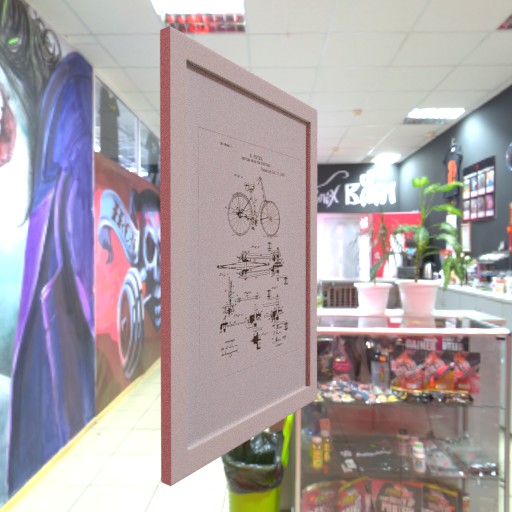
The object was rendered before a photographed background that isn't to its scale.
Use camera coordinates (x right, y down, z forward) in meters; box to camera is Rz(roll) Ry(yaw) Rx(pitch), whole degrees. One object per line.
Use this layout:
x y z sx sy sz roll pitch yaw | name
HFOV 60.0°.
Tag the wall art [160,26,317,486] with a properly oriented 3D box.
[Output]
0.000 0.000 0.599 0.015 0.477 0.332 0 1 35 | wall art
